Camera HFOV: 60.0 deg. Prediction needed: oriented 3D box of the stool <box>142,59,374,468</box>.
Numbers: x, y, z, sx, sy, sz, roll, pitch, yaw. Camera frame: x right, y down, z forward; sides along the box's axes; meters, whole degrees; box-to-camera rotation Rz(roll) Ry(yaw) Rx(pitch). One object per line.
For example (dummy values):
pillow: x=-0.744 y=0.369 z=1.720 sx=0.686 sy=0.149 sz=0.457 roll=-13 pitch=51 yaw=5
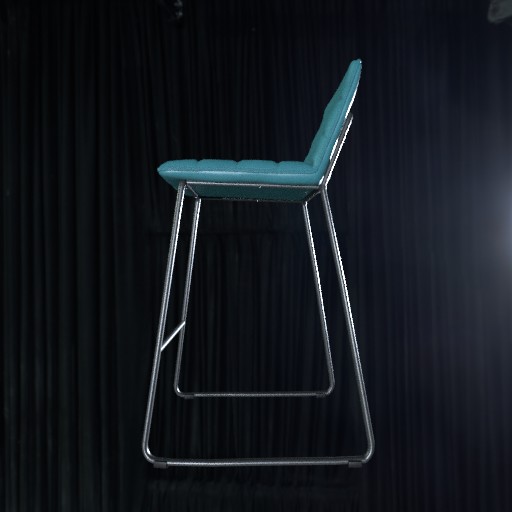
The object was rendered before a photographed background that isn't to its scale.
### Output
stool: x=0.000 y=0.000 z=1.218 sx=0.524 sy=0.936 sz=0.489 roll=0 pitch=1 yaw=-1
